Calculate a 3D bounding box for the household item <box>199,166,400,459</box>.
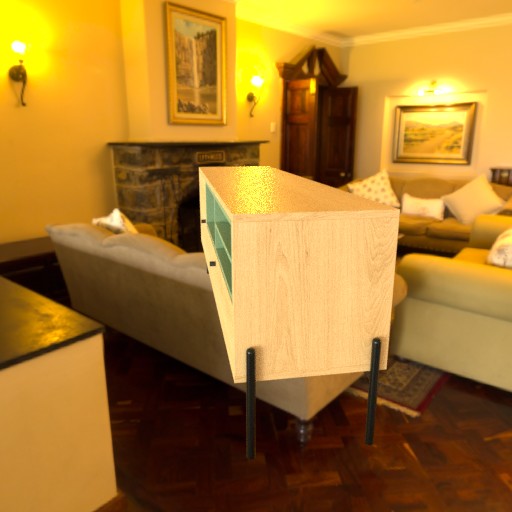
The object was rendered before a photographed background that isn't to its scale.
[{"bbox_3d":[0.000,0.000,1.760,0.400,0.600,1.550,-3,15,-9],"label":"household item"}]
